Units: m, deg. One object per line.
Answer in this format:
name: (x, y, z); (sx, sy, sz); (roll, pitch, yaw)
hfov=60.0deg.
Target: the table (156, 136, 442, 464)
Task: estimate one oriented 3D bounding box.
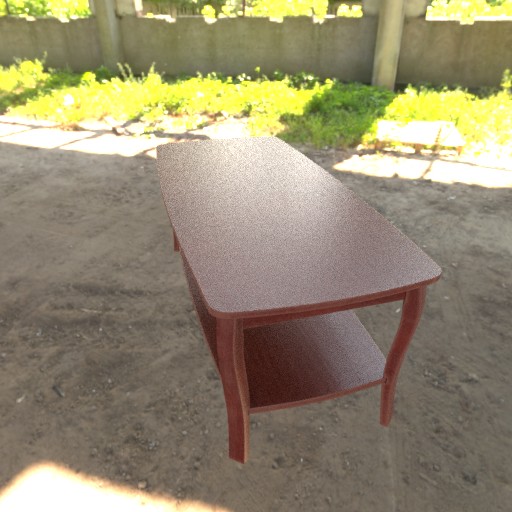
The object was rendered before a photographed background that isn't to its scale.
table: (0.000, 0.000, 1.483); (0.561, 0.473, 1.216); (-8, 31, -14)
